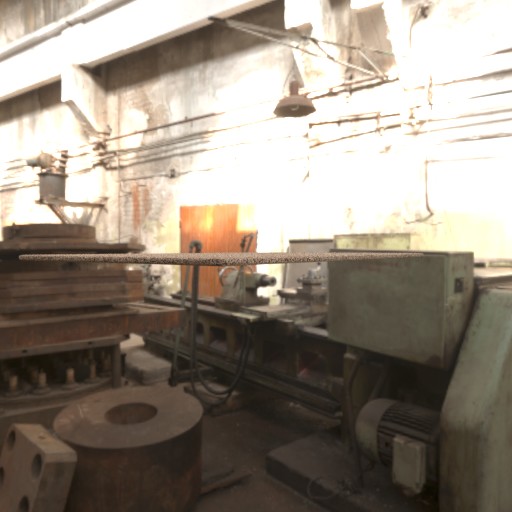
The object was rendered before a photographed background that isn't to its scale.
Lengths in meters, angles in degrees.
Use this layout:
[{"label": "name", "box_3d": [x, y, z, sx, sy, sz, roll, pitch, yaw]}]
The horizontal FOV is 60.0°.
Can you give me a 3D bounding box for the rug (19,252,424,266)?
[{"label": "rug", "box_3d": [0.000, 0.000, 3.008, 1.524, 0.030, 2.438, 1, 1, 37]}]
